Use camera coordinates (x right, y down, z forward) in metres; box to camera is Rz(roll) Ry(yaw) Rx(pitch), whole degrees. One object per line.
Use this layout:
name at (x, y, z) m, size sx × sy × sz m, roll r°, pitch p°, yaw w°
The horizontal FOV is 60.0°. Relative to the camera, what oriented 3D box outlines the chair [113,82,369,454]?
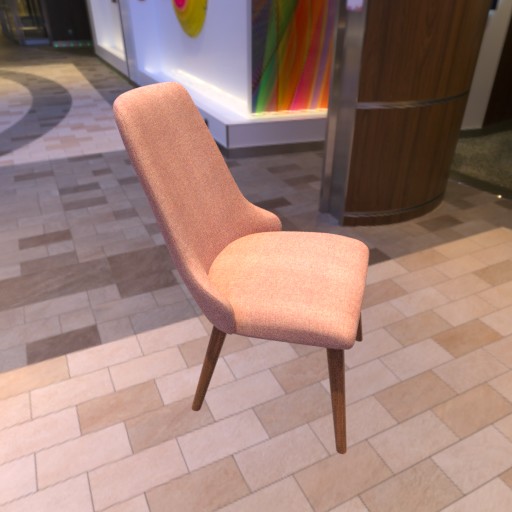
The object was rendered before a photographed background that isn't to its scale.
chair at (0.000, 0.000, 1.336) m, size 0.707 × 0.918 × 0.535 m, roll 10°, pitch 33°, yaw 15°
